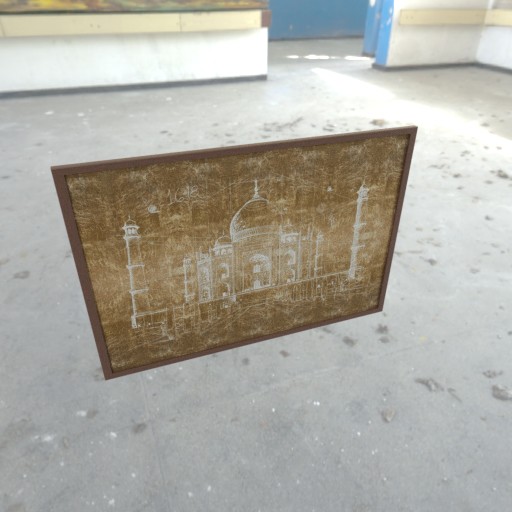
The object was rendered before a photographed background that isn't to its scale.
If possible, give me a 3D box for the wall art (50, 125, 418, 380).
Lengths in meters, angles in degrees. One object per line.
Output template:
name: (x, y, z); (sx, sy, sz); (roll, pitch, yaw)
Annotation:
wall art: (0.000, 0.000, 0.885); (0.660, 0.455, 0.014); (-11, 34, -17)
